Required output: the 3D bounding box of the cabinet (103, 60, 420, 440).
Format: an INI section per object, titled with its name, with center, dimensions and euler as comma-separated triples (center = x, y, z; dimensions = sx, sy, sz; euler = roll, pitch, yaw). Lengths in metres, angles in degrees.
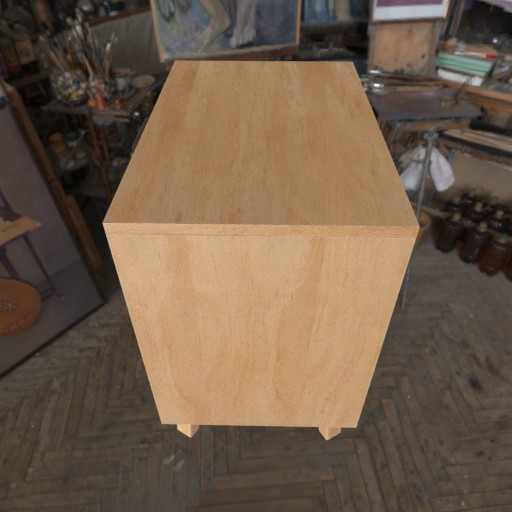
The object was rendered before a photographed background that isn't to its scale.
[cabinet]
center = 0.000, 0.000, 0.924
dimensions = 0.394, 0.599, 0.551
euler = 1, 42, 1
